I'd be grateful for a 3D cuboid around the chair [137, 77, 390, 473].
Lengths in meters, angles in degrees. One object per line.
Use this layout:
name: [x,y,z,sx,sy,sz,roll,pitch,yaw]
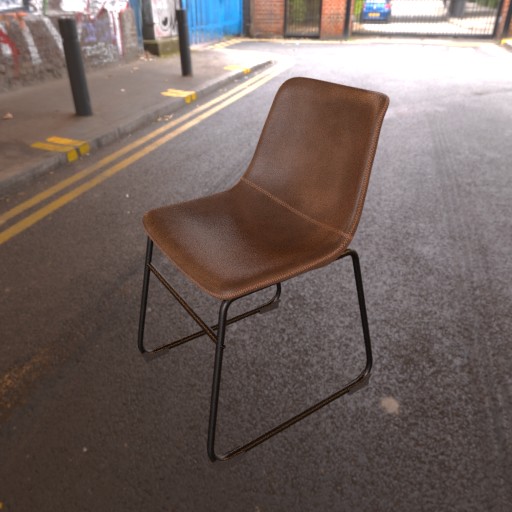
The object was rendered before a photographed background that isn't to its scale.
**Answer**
chair: [0.000,0.000,1.125,0.551,0.780,0.460,-19,35,-29]
